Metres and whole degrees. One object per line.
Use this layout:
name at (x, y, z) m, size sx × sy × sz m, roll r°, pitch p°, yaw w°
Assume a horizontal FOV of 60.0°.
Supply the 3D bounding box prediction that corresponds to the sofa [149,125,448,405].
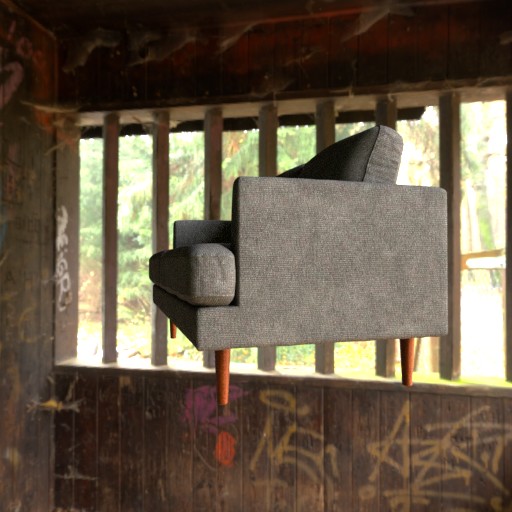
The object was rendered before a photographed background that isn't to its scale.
sofa at (0.000, 0.000, 2.111) m, size 0.903 × 0.956 × 1.582 m, roll 0°, pitch -1°, yaw -18°
